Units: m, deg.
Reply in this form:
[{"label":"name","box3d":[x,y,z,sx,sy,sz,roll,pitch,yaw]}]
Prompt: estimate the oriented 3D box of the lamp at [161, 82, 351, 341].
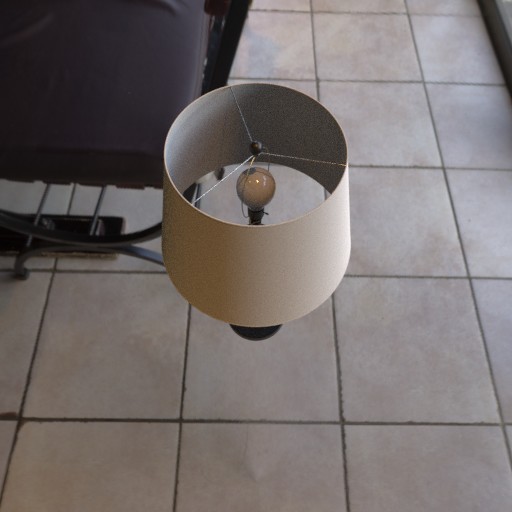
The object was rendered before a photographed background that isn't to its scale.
[{"label":"lamp","box3d":[0.000,0.000,0.928,0.363,0.696,0.363,0,63,0]}]
